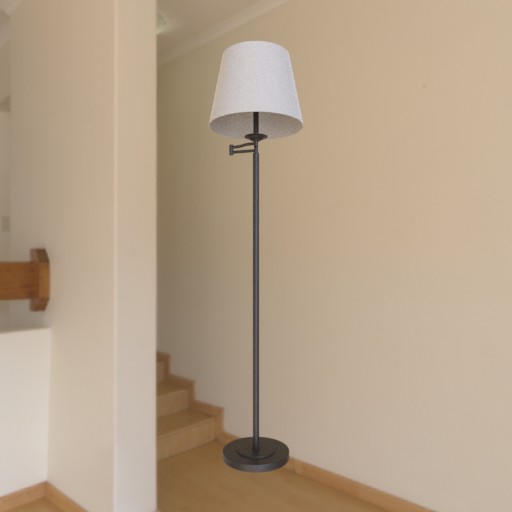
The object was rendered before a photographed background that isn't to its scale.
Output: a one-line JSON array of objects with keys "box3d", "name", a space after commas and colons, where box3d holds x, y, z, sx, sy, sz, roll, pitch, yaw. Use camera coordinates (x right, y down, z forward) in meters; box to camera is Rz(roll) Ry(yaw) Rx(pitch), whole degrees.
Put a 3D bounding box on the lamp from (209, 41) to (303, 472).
[{"box3d": [0.000, 0.000, 1.634, 0.348, 1.473, 0.348, 0, -1, 18], "name": "lamp"}]
